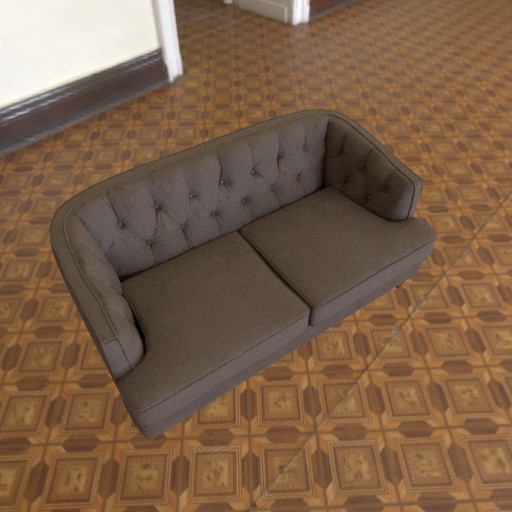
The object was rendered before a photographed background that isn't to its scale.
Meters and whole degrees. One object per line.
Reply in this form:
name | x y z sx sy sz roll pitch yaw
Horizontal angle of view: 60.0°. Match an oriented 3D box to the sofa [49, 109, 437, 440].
sofa | 0.000 0.000 2.251 1.733 0.855 0.941 -27 52 -23
